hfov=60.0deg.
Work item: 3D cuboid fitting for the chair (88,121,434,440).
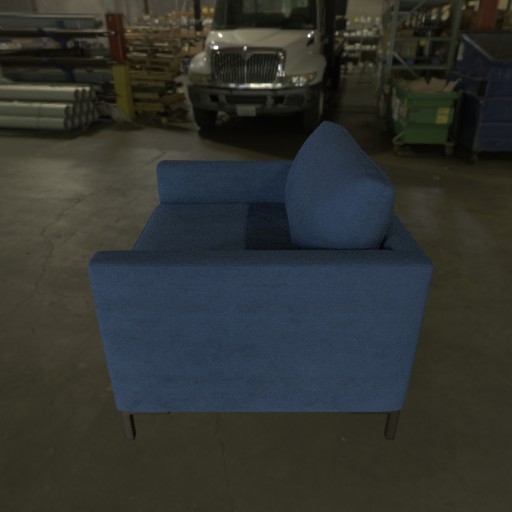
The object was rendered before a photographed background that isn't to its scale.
[{"bbox_3d":[0.000,0.000,1.577,0.875,0.812,0.964,0,27,0],"label":"chair"}]
